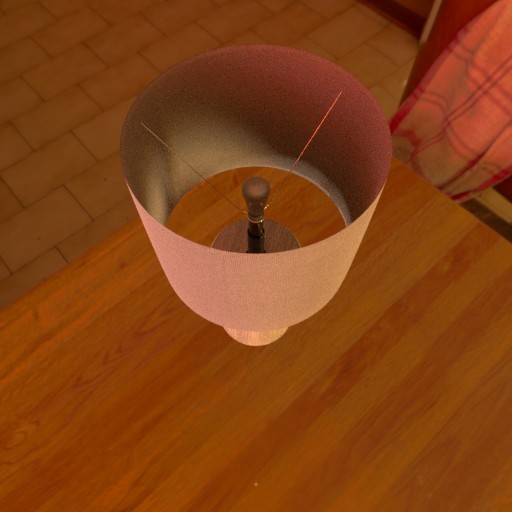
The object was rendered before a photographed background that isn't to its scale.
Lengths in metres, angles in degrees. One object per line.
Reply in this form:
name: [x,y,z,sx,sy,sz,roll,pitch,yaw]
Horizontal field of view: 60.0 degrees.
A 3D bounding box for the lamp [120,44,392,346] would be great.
lamp: [0.000,0.000,0.568,0.228,0.444,0.228,16,64,8]
